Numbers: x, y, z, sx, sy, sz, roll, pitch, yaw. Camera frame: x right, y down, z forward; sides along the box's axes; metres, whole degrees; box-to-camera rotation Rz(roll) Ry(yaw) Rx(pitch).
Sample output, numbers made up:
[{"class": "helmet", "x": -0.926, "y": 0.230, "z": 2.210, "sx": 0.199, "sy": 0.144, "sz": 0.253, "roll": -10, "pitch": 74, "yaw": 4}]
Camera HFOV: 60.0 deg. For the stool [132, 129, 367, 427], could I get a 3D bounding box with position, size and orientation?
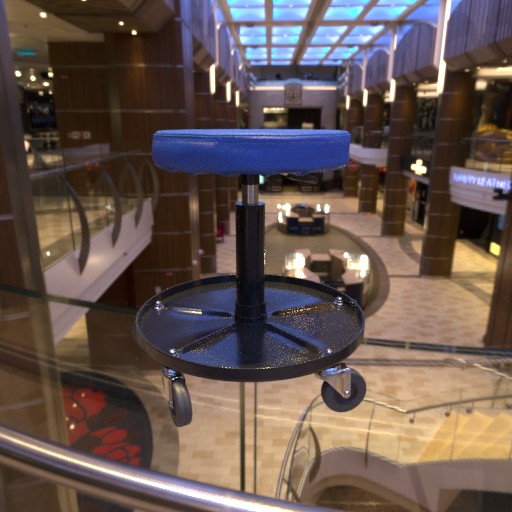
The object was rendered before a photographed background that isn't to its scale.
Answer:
[{"class": "stool", "x": 0.000, "y": 0.000, "z": 0.668, "sx": 0.382, "sy": 0.365, "sz": 0.381, "roll": -16, "pitch": 23, "yaw": -42}]
